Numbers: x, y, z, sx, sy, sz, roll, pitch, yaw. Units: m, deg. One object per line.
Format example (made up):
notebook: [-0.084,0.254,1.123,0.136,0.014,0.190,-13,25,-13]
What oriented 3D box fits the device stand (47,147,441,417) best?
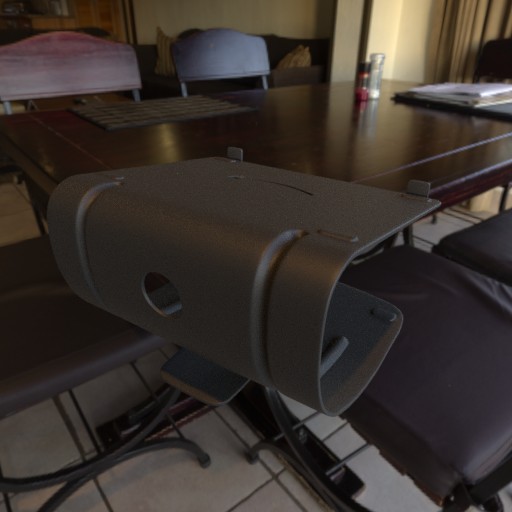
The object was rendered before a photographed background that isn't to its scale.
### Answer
device stand: [0.000,0.000,0.397,0.256,0.155,0.236,17,34,28]
